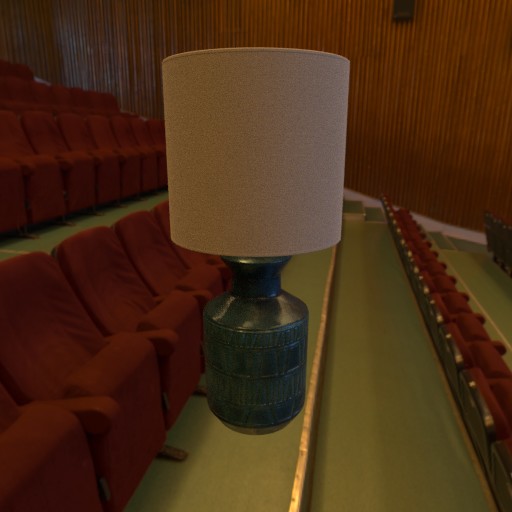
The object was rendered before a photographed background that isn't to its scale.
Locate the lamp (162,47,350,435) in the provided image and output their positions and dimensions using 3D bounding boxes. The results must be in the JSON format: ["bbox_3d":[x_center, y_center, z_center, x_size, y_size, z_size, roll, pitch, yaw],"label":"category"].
[{"bbox_3d":[0.000,0.000,0.568,0.211,0.455,0.211,3,16,11],"label":"lamp"}]
